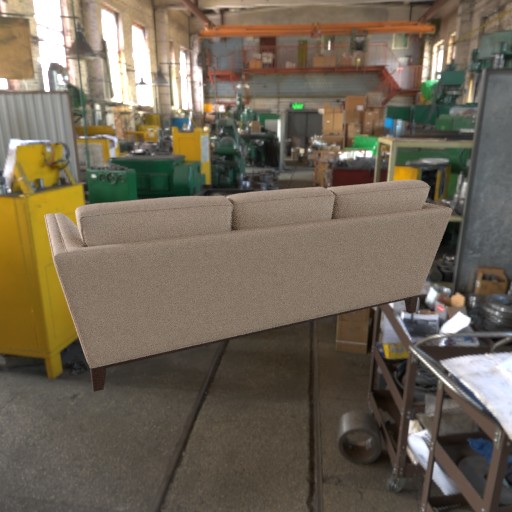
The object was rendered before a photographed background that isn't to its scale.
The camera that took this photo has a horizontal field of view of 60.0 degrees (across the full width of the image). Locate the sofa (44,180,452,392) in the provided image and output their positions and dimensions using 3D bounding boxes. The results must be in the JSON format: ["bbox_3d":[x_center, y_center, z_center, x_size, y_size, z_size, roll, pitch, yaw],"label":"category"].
[{"bbox_3d":[0.000,0.000,2.867,2.388,0.940,0.965,-8,19,-25],"label":"sofa"}]
